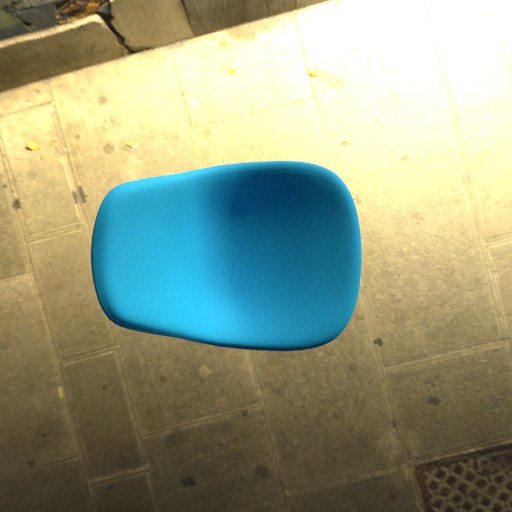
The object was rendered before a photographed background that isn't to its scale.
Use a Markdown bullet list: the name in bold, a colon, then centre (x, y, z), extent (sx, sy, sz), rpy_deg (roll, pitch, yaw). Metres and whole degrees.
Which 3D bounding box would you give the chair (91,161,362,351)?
- **chair**: centre (0.000, 0.000, 1.138), extent (0.533, 0.826, 0.470), rpy_deg (0, 90, 1)
